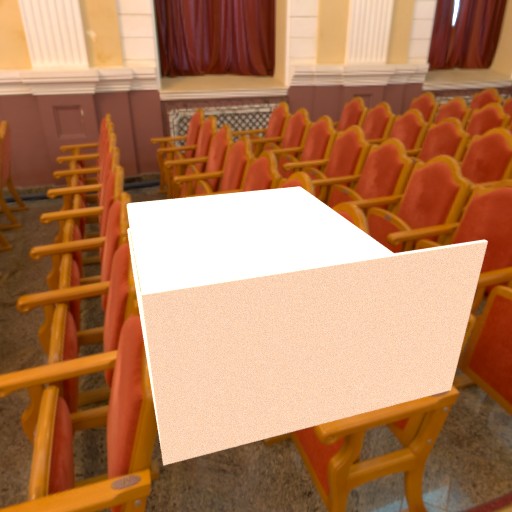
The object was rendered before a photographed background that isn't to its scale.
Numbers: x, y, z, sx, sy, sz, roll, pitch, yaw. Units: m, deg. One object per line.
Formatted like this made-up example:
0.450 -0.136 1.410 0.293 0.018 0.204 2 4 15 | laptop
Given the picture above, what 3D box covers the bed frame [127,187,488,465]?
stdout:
0.000 0.000 2.625 1.400 0.800 1.900 -8 27 -16 | bed frame
